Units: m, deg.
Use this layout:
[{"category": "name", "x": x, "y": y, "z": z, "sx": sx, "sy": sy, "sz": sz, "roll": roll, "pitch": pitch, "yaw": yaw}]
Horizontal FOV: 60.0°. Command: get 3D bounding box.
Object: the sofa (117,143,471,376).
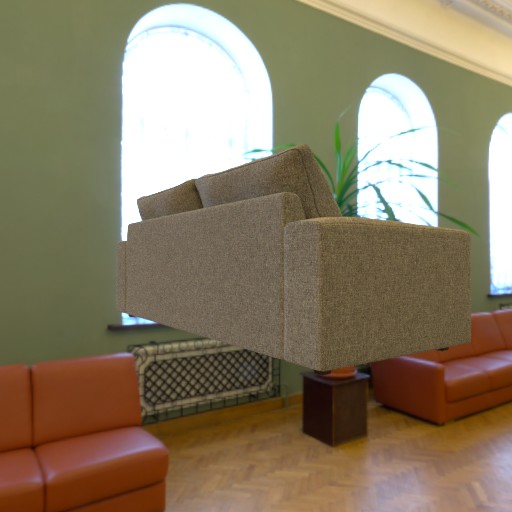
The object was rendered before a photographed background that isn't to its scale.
[{"category": "sofa", "x": 0.000, "y": 0.000, "z": 2.795, "sx": 1.040, "sy": 0.922, "sz": 2.299, "roll": 0, "pitch": -1, "yaw": -35}]
